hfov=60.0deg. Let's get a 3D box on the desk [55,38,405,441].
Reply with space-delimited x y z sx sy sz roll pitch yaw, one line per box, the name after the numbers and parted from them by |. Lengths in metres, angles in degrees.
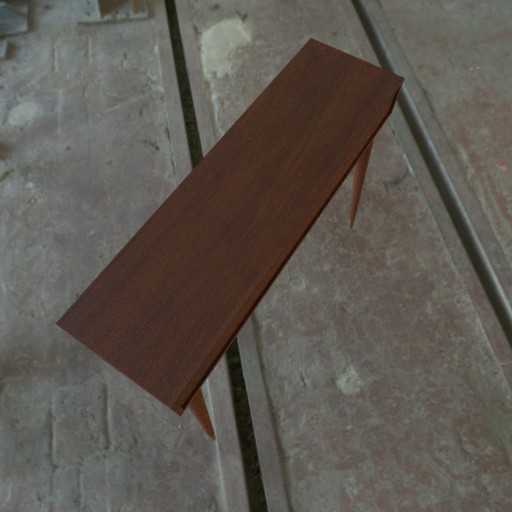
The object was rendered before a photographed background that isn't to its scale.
0.000 0.000 1.639 0.384 0.917 1.204 31 67 14 | desk
